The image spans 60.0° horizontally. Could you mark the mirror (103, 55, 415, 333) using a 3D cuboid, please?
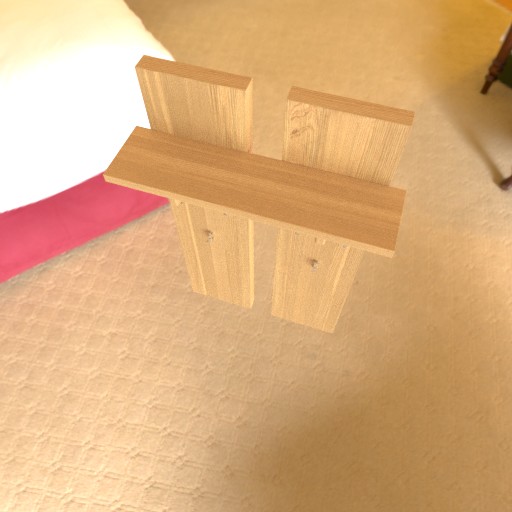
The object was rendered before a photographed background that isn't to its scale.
[{"bbox_3d":[0.000,0.000,1.570,0.800,1.250,0.260,16,59,10],"label":"mirror"}]
